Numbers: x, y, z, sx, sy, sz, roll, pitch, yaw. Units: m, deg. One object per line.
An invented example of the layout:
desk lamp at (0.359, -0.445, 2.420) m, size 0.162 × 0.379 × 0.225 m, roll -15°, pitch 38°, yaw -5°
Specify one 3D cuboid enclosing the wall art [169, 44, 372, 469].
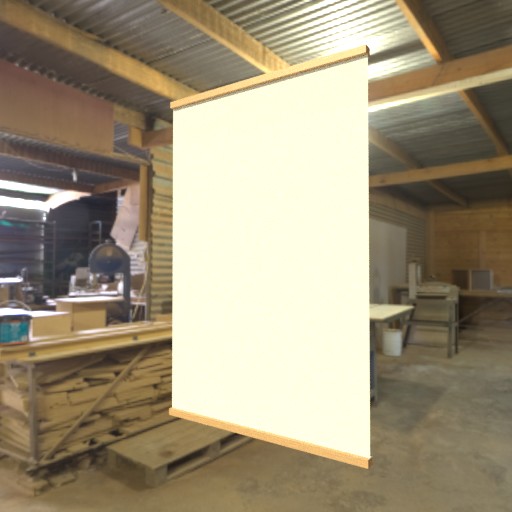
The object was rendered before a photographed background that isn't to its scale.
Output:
wall art at (0.000, 0.000, 1.876) m, size 0.991 × 1.510 × 0.040 m, roll -1°, pitch -2°, yaw 35°
